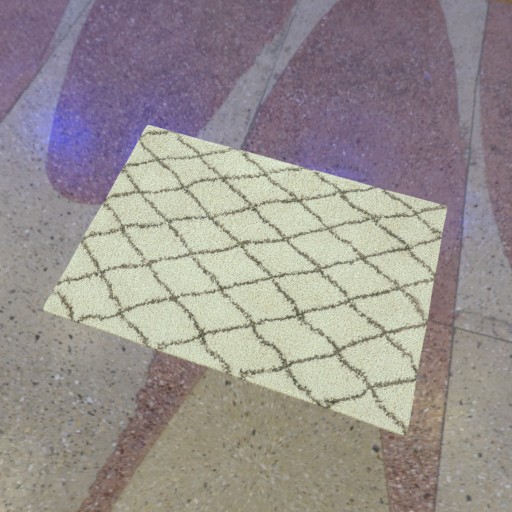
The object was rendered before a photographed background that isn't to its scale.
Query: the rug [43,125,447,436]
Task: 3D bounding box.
[{"bbox_3d":[0.000,0.000,2.276,1.778,0.030,1.219,17,66,8],"label":"rug"}]
